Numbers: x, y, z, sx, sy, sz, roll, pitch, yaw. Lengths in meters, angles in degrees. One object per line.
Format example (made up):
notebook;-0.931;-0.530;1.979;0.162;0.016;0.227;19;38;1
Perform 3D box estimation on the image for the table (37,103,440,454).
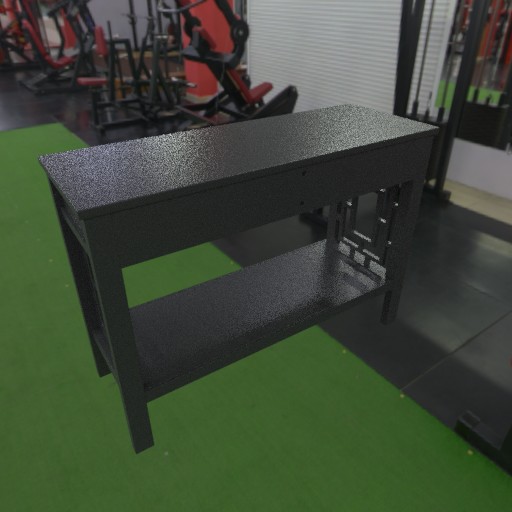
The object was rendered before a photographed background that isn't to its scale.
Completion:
table;0.000;0.000;1.424;1.068;0.753;0.397;-19;36;-28
